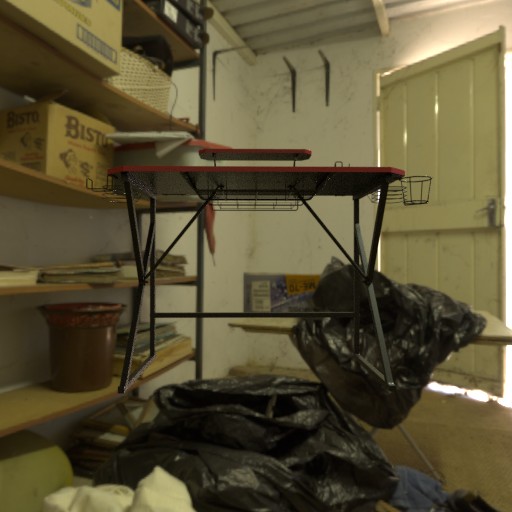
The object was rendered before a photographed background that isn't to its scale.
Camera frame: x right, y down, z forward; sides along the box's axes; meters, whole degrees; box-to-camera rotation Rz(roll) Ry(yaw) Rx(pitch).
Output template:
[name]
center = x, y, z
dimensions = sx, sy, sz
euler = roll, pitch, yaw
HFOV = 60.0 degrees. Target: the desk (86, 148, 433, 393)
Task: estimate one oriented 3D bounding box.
[desk]
center = 0.000, 0.000, 1.754
dimensions = 1.280, 0.913, 0.588
euler = 0, 0, -1
